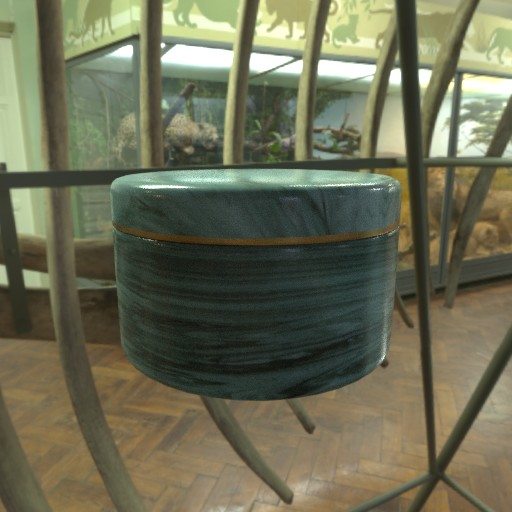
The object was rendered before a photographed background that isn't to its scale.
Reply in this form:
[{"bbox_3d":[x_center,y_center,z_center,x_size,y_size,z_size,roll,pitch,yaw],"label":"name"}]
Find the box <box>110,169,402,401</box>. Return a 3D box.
[{"bbox_3d":[0.000,0.000,0.167,0.101,0.063,0.101,0,13,0],"label":"box"}]
